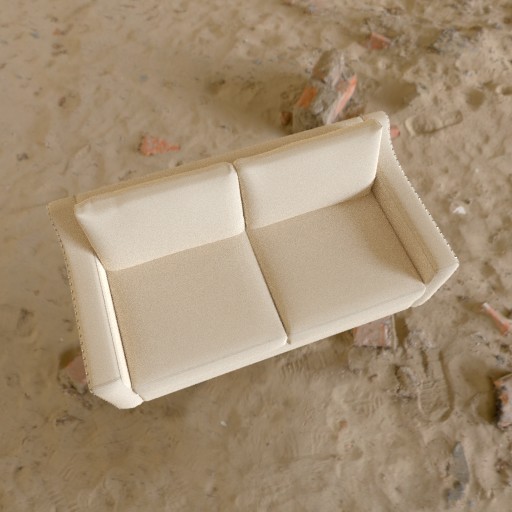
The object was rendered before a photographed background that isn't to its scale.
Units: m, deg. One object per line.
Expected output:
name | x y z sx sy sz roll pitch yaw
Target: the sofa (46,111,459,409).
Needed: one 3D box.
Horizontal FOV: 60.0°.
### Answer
sofa | 0.000 0.000 2.305 1.812 0.830 0.949 -18 65 -9
